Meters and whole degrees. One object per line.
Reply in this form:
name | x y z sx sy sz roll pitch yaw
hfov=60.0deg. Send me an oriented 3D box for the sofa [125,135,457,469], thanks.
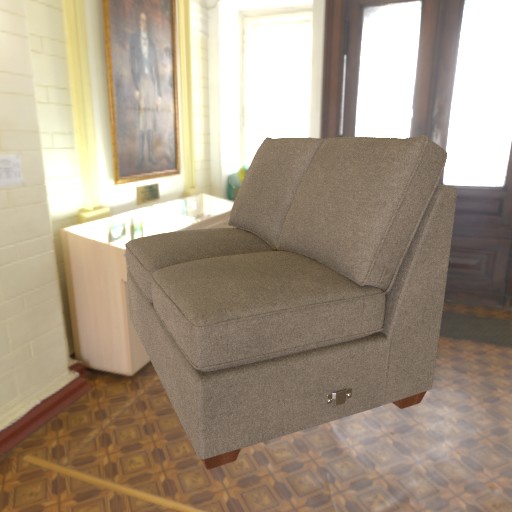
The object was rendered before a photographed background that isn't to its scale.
sofa | 0.000 0.000 1.926 0.951 1.008 1.237 -7 16 -24
